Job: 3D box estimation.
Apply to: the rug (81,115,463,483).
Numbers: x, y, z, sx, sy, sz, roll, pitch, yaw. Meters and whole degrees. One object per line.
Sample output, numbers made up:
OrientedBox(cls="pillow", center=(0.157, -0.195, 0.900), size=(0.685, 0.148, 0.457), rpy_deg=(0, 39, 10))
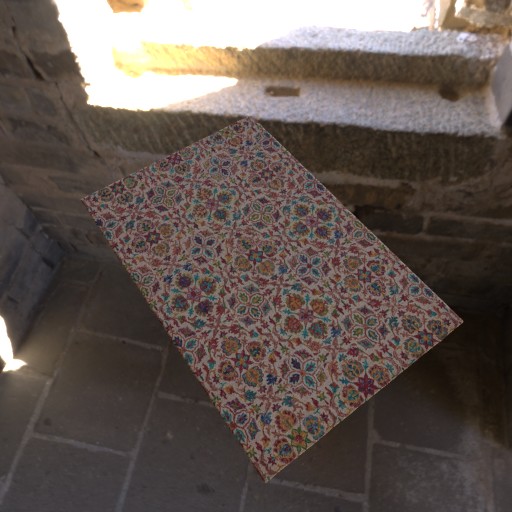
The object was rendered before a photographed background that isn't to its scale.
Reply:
OrientedBox(cls="rug", center=(0.000, 0.000, 3.015), size=(1.541, 0.018, 2.297), rpy_deg=(-32, 64, -18))
